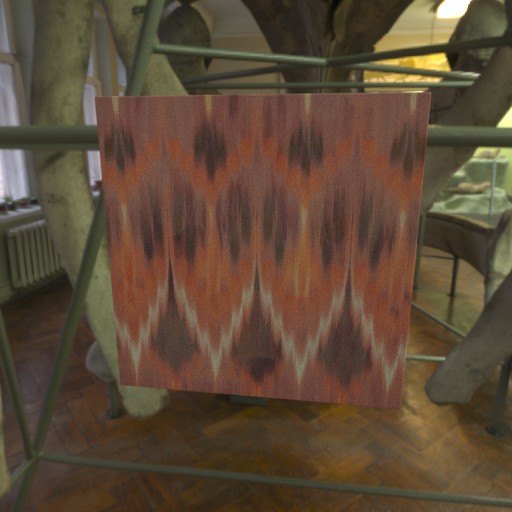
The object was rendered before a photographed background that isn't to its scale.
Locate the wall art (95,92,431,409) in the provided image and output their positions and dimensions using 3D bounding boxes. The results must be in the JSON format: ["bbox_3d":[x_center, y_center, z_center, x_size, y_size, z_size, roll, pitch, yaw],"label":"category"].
[{"bbox_3d":[0.000,0.000,0.596,0.403,0.406,0.038,2,15,8],"label":"wall art"}]
